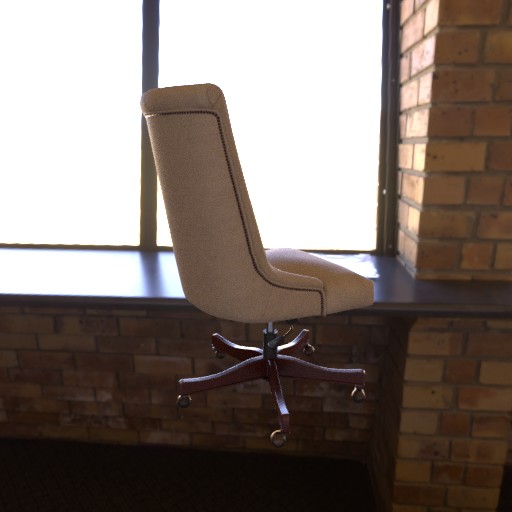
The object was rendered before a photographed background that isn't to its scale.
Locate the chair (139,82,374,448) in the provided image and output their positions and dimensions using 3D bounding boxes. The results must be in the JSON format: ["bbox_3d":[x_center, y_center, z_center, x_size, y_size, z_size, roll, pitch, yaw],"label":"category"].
[{"bbox_3d":[0.000,0.000,1.472,0.696,1.010,0.645,-7,16,-26],"label":"chair"}]
